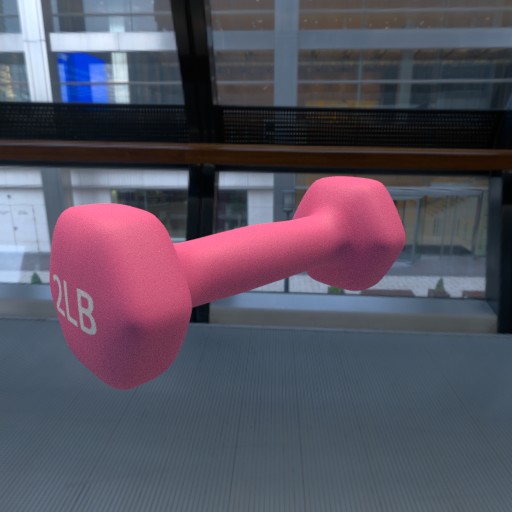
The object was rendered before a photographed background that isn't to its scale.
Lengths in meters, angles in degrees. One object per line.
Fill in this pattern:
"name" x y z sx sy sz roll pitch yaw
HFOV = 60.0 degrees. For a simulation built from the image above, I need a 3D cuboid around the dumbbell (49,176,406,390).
"dumbbell" 0.000 0.000 0.174 0.146 0.053 0.058 -14 21 -41
